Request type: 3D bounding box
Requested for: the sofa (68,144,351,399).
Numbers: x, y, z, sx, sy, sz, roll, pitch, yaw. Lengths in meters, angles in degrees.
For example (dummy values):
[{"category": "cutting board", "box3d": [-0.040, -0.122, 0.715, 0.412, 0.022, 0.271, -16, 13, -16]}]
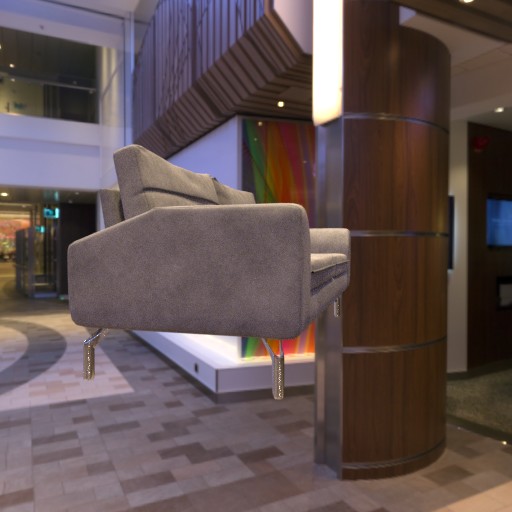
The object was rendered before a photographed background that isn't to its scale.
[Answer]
[{"category": "sofa", "box3d": [0.000, 0.000, 2.307, 0.849, 0.859, 1.837, 0, 1, 16]}]
